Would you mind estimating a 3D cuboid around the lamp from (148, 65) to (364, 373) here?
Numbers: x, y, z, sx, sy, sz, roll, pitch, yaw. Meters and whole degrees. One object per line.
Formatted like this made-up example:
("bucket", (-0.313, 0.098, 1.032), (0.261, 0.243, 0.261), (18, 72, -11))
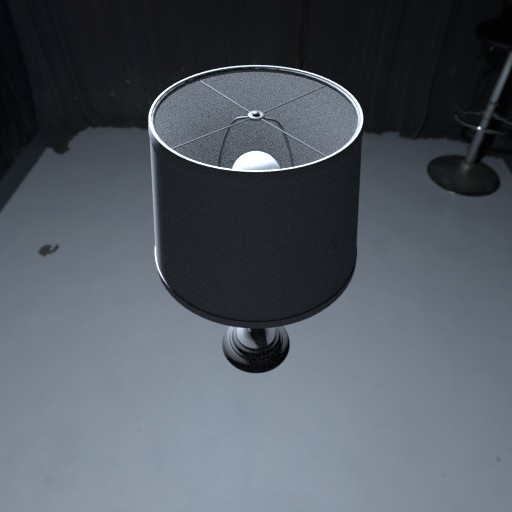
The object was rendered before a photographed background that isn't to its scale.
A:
("lamp", (0.000, 0.000, 0.708), (0.310, 0.501, 0.310), (0, 46, 0))
